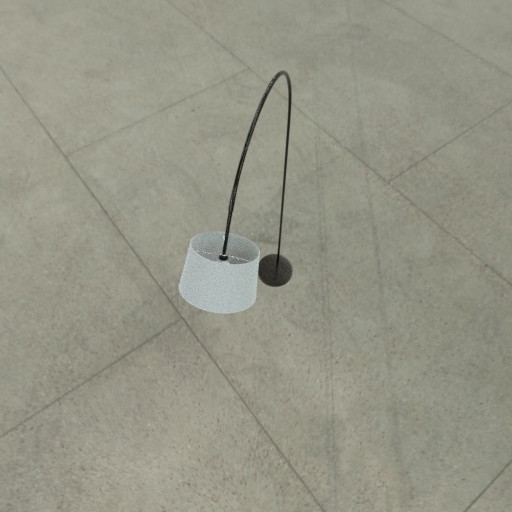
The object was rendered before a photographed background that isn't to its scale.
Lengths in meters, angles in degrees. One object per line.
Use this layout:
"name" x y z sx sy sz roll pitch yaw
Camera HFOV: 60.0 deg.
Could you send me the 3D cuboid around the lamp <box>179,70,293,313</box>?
"lamp" 0.000 0.000 2.622 0.331 2.104 1.363 15 59 9
